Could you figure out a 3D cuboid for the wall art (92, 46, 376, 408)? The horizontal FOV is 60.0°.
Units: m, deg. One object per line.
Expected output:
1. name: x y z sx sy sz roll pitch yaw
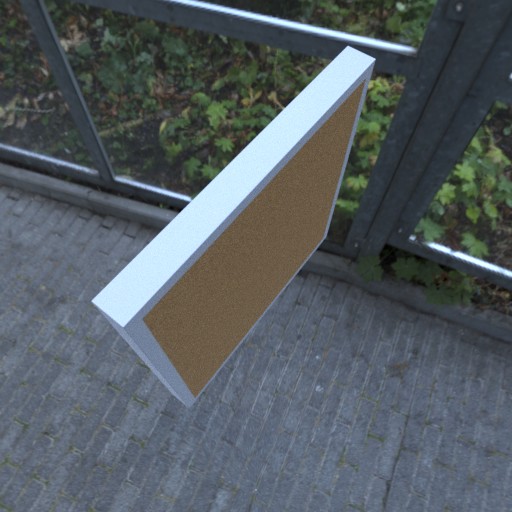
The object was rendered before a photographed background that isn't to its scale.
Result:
1. wall art: 0.000 0.000 0.621 0.038 0.406 0.406 34 67 16
